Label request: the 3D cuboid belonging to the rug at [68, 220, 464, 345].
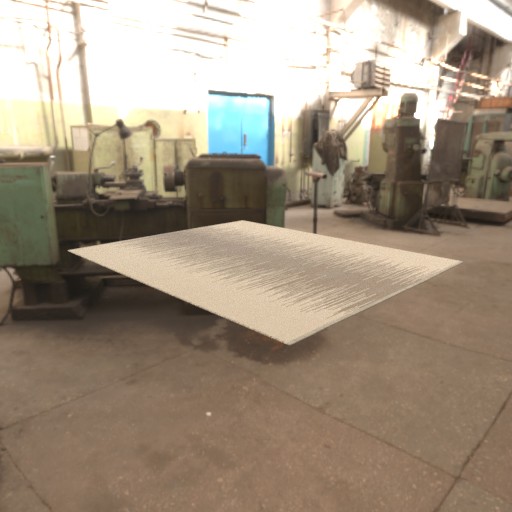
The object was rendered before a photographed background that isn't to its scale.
[{"bbox_3d":[0.000,0.000,4.328,2.453,0.010,3.037,-14,20,-43],"label":"rug"}]
